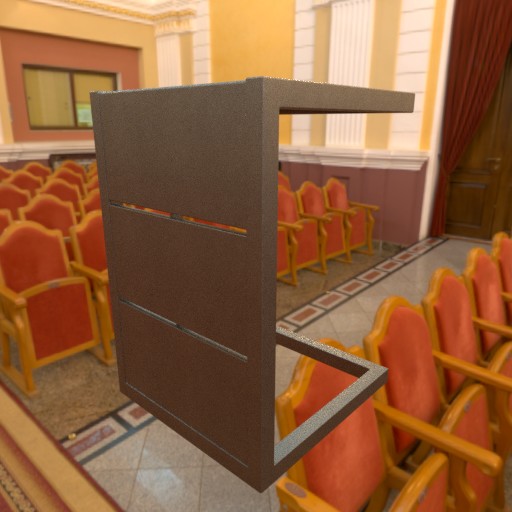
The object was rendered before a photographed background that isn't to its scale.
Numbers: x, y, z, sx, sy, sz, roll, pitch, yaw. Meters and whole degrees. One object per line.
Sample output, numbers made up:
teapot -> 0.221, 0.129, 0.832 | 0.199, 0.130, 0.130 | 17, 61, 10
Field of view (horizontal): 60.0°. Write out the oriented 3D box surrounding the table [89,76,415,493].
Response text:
table -> 0.000, 0.000, 0.877 | 0.405, 0.609, 0.420 | 15, 22, 40
